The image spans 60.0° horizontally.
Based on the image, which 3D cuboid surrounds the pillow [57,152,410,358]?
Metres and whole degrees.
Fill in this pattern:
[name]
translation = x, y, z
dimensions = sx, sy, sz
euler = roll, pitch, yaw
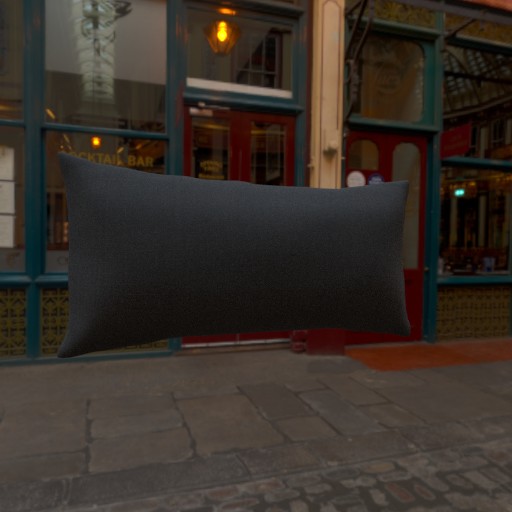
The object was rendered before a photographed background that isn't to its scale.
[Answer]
[pillow]
translation = 0.000, 0.000, 0.740
dimensions = 0.609, 0.305, 0.151
euler = 0, 1, -19
